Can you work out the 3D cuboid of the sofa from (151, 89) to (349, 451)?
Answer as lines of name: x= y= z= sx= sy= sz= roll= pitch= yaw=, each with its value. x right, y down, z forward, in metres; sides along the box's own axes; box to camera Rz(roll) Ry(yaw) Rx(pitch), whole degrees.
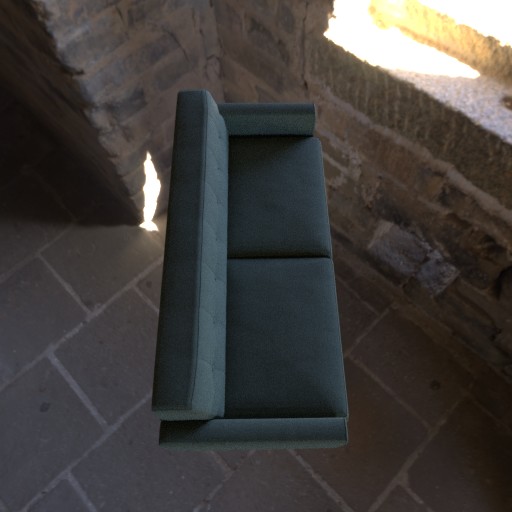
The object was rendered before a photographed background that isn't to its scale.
sofa: x=0.000 y=0.000 z=2.548 sx=0.909 sy=0.841 sz=2.029 roll=-1 pitch=64 yaw=0
